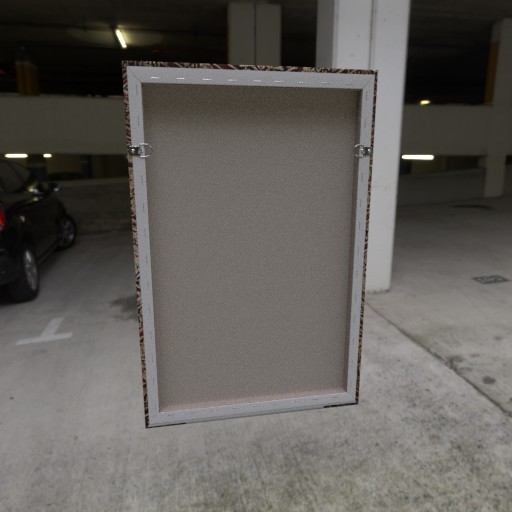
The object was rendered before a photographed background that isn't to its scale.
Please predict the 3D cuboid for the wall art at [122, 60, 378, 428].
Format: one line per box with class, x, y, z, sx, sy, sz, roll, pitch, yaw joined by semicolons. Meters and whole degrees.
wall art;0.000;0.000;1.133;0.599;0.904;0.030;-3;13;-11
